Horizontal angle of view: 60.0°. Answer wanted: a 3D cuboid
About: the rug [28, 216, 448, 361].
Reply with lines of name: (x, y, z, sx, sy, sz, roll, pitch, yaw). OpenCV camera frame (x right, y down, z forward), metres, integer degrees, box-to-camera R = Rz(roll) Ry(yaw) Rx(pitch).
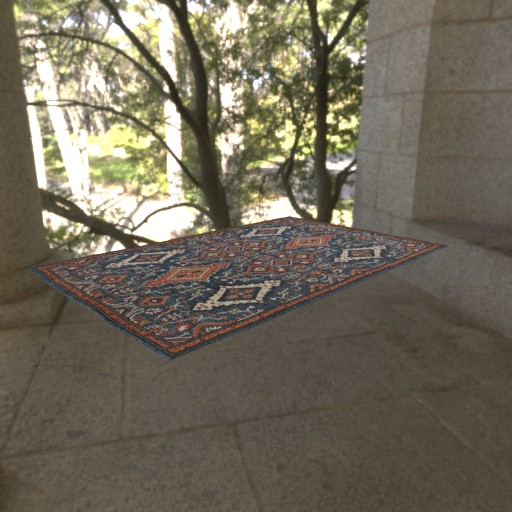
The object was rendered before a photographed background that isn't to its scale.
rug: (0.000, 0.000, 4.145, 3.371, 0.008, 2.190, -15, 22, -42)
